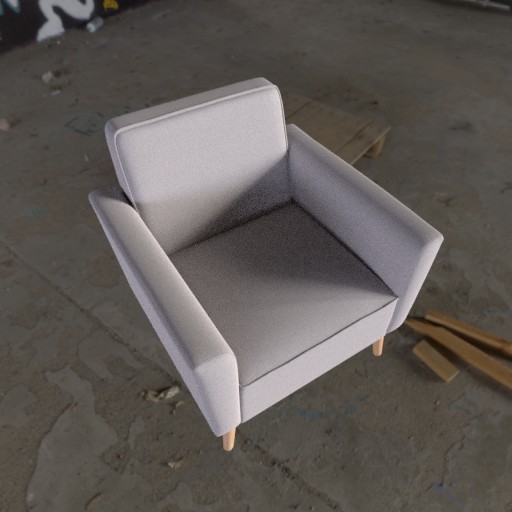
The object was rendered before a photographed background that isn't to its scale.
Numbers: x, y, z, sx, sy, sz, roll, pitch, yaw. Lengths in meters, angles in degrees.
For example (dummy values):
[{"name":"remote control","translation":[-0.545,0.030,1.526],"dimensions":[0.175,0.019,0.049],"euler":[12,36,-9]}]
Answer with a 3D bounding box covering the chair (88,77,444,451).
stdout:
[{"name":"chair","translation":[0.000,0.000,1.419],"dimensions":[0.780,0.780,0.750],"euler":[-25,51,-22]}]
